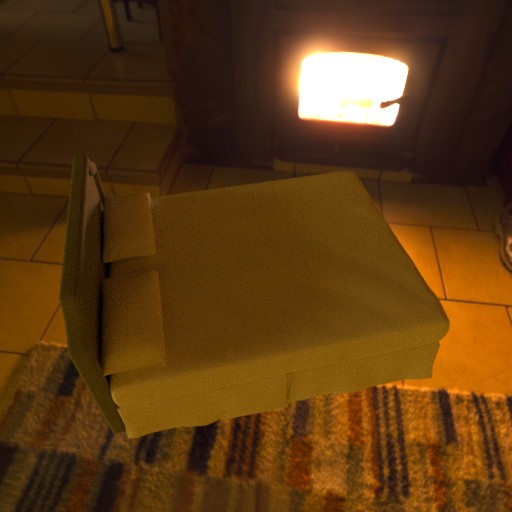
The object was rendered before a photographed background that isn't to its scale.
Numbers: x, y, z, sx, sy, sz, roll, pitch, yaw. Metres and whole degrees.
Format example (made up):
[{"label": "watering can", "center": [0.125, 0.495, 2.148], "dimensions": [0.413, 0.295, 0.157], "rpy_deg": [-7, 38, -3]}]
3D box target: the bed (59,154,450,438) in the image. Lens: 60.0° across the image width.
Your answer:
[{"label": "bed", "center": [0.000, 0.000, 3.469], "dimensions": [2.464, 1.306, 1.977], "rpy_deg": [-9, 47, -9]}]
